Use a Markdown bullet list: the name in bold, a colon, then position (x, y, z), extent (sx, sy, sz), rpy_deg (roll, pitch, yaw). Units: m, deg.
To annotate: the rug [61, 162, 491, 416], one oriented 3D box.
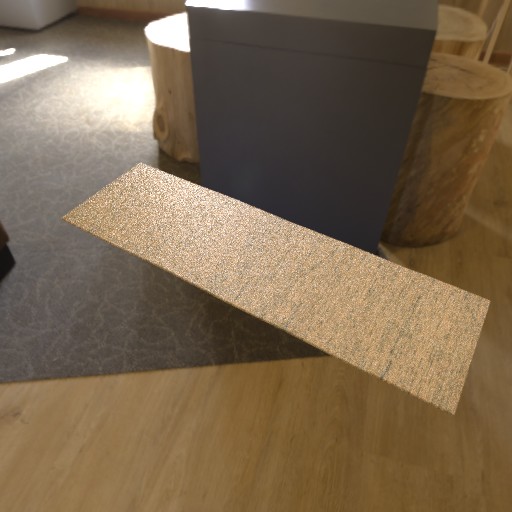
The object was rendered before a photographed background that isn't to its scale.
- **rug**: position (0.000, 0.000, 2.399), extent (2.290, 0.014, 0.700), rpy_deg (24, 50, 22)
